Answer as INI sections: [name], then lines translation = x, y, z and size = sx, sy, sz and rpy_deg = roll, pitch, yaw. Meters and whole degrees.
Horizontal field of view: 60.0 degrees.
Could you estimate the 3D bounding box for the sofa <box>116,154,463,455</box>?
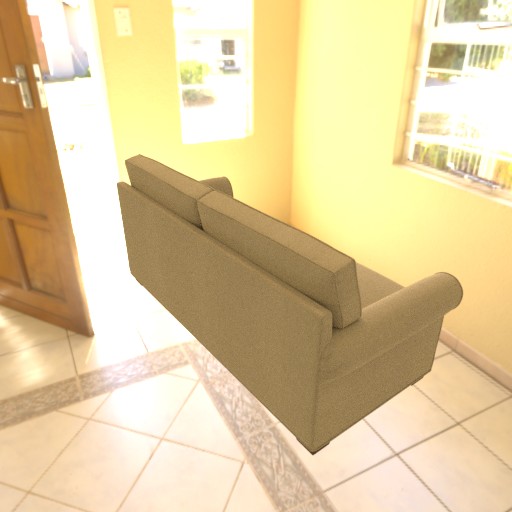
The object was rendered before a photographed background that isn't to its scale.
[sofa]
translation = 0.000, 0.000, 2.684
size = 0.901, 0.962, 2.146
rpy_deg = -19, 33, -32
